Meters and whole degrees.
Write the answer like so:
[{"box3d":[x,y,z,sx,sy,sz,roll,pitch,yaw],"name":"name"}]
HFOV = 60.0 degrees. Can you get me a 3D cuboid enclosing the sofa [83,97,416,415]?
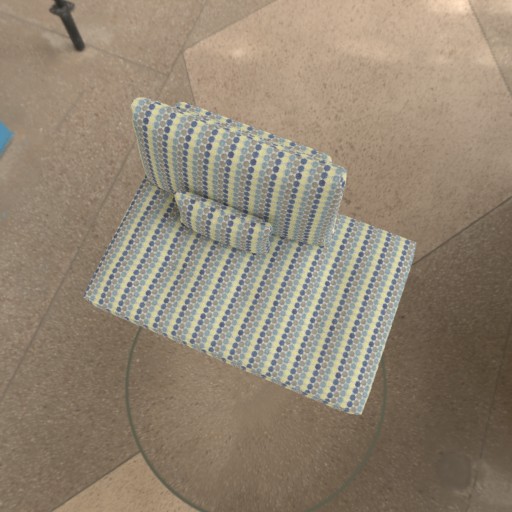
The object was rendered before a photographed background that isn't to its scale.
[{"box3d":[0.000,0.000,2.087,1.450,0.820,1.000,22,76,6],"name":"sofa"}]
